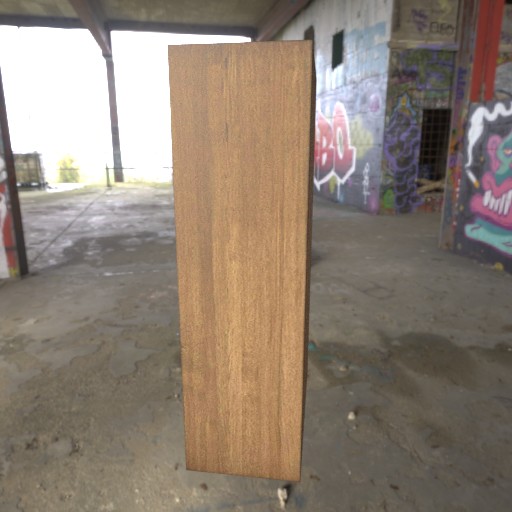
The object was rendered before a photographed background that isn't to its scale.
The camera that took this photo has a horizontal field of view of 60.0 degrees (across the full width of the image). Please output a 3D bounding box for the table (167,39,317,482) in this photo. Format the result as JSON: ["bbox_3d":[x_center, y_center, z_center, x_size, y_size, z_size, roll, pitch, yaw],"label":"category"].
[{"bbox_3d":[0.000,0.000,2.504,0.600,2.000,1.100,2,14,8],"label":"table"}]
